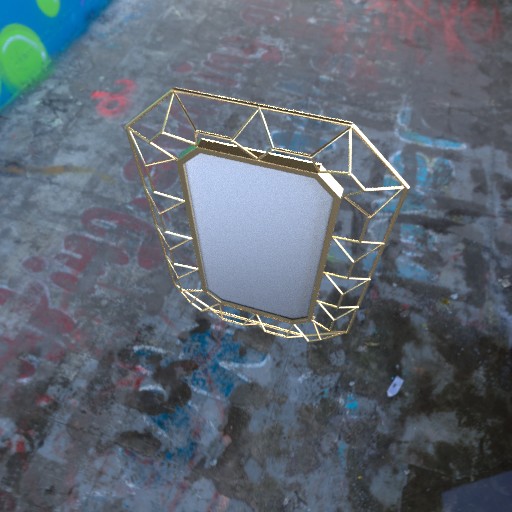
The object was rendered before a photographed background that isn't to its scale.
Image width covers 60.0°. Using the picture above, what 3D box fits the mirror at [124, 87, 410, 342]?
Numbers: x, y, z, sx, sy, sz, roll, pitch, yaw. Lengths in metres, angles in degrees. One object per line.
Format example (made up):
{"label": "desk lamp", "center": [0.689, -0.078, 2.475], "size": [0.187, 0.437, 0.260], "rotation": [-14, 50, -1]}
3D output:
{"label": "mirror", "center": [0.000, 0.000, 1.107], "size": [0.572, 0.870, 0.051], "rotation": [14, 57, 9]}
